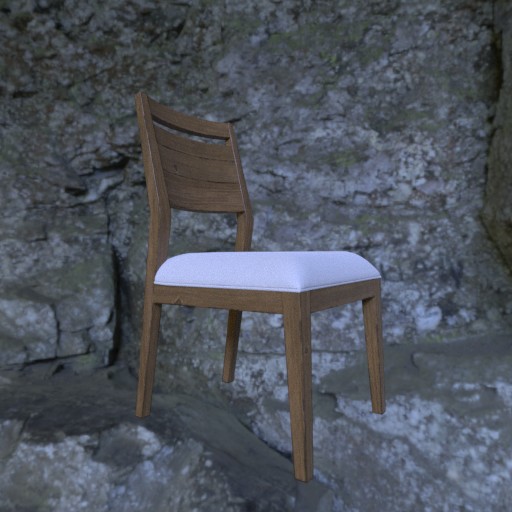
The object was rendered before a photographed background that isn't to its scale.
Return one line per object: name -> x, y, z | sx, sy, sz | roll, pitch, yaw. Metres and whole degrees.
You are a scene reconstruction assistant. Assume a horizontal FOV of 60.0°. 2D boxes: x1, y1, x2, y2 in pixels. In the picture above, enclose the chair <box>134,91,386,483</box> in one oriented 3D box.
chair -> 0.000, 0.000, 1.298 | 0.610, 0.939, 0.497 | 1, 2, 35
